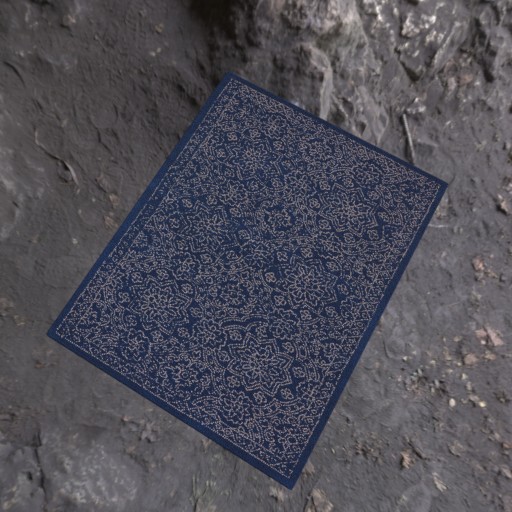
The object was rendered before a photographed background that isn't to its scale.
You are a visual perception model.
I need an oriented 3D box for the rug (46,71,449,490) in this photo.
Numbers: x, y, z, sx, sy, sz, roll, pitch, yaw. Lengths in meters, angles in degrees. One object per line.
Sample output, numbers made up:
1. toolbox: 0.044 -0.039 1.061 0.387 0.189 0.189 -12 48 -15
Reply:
1. rug: 0.000 0.000 4.003 2.438 0.010 3.048 29 78 7
